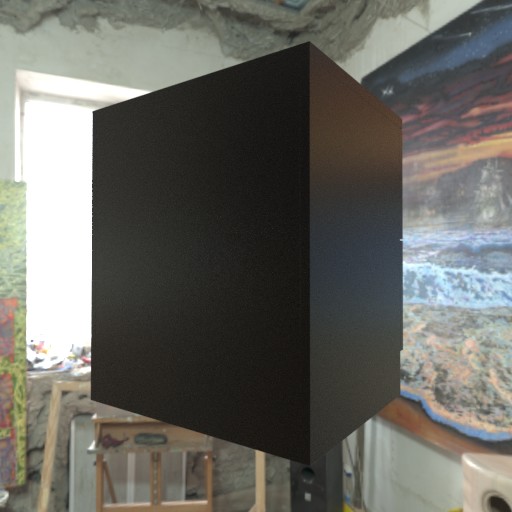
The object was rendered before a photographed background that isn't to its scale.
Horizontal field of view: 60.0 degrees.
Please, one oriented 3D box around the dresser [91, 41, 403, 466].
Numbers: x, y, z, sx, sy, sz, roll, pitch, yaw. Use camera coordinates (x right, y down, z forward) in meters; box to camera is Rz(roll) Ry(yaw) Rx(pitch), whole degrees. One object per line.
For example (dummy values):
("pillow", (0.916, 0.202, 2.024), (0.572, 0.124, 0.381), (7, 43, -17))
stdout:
("dresser", (0.000, 0.000, 0.750), (0.400, 0.470, 0.360), (0, -1, 35))
